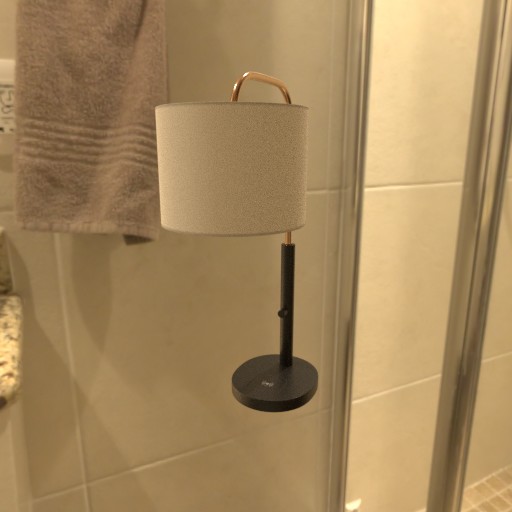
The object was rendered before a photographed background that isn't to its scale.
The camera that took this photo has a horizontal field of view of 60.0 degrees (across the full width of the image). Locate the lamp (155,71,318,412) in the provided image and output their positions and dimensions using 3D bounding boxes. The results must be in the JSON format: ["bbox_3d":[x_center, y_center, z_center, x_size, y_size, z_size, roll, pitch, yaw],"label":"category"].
[{"bbox_3d":[0.000,0.000,0.697,0.199,0.540,0.337,7,16,26],"label":"lamp"}]
